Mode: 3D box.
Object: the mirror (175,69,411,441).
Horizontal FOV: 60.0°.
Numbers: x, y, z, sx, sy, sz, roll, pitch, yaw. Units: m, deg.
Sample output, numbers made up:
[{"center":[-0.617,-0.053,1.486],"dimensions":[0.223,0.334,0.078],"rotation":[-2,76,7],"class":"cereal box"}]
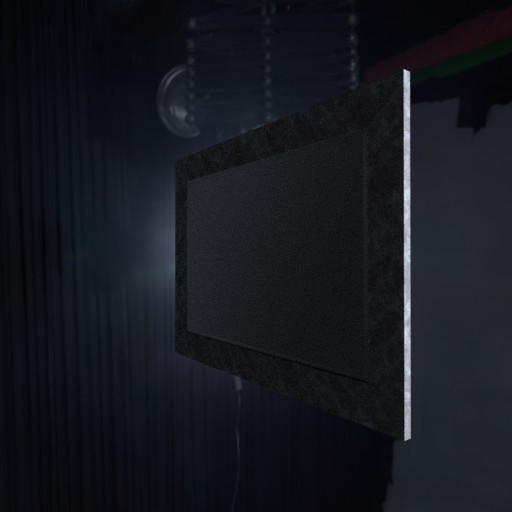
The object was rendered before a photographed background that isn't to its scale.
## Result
[{"center":[0.000,0.000,1.399],"dimensions":[0.022,0.795,1.101],"rotation":[0,0,-36],"class":"mirror"}]
